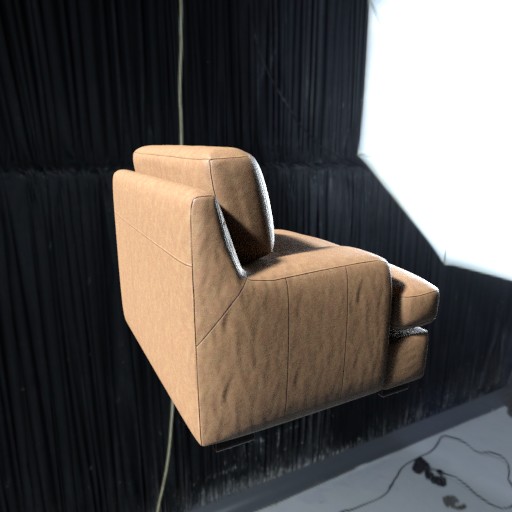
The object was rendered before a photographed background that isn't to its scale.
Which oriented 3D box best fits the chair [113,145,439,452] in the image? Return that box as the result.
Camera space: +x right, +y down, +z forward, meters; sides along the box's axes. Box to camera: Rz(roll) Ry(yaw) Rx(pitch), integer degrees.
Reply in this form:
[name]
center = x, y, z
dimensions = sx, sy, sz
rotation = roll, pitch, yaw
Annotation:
[chair]
center = 0.000, 0.000, 2.013
dimensions = 1.050, 0.978, 1.276
rotation = -7, 16, -26
